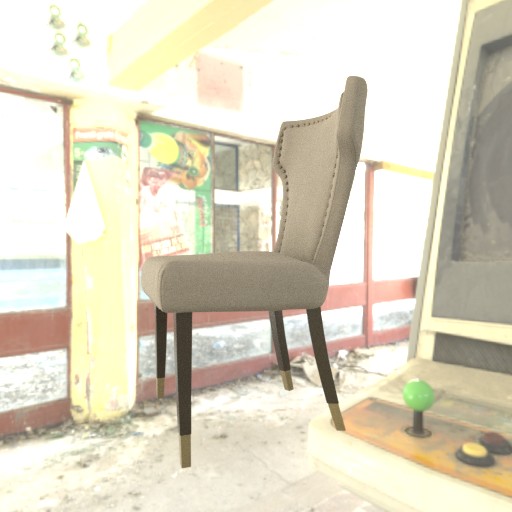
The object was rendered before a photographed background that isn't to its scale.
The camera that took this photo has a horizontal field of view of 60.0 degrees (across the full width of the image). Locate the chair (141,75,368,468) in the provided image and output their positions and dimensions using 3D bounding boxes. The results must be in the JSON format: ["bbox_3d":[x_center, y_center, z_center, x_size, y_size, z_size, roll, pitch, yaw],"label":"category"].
[{"bbox_3d":[0.000,0.000,1.319,0.630,0.950,0.526,0,1,-19],"label":"chair"}]
